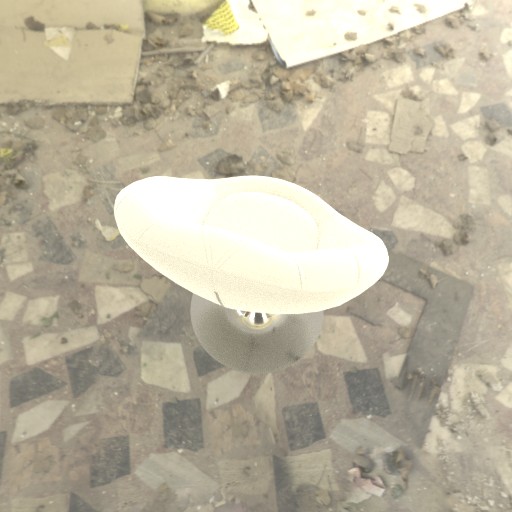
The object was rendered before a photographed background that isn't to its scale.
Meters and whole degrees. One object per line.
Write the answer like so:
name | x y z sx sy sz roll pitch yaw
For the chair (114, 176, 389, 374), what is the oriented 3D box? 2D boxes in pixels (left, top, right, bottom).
chair | 0.000 0.000 1.818 0.940 1.261 0.736 16 65 8
